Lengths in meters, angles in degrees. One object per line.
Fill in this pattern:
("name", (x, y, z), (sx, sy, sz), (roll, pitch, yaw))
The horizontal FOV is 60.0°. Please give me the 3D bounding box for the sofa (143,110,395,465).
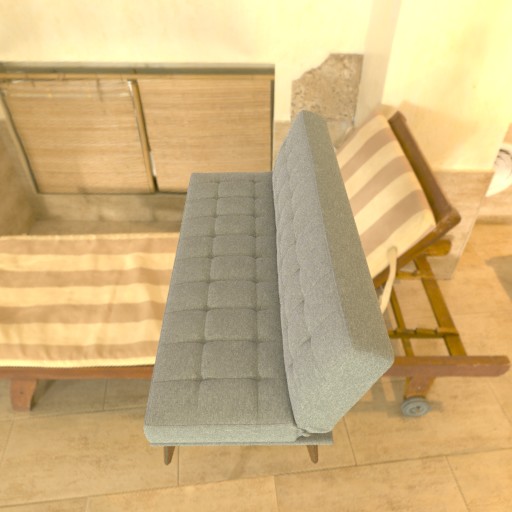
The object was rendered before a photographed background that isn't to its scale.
("sofa", (0.000, 0.000, 2.265), (0.860, 0.810, 1.800), (0, 42, 0))
